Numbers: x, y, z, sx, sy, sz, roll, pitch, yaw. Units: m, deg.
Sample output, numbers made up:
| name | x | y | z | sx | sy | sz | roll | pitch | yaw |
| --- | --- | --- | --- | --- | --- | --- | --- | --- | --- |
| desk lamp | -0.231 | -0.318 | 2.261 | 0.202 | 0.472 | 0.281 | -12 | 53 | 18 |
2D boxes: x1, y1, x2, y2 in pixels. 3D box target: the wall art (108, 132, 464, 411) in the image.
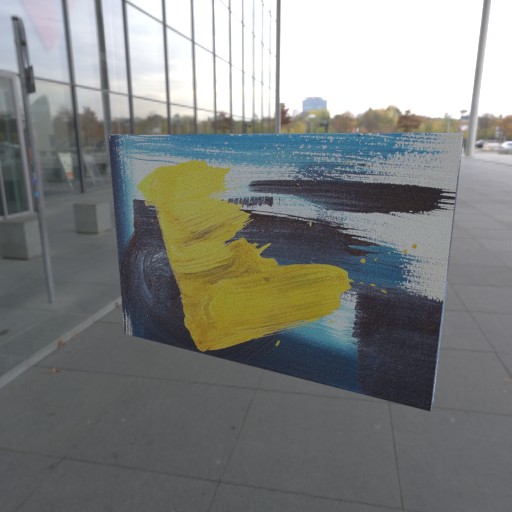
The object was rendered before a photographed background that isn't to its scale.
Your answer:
| name | x | y | z | sx | sy | sz | roll | pitch | yaw |
| --- | --- | --- | --- | --- | --- | --- | --- | --- | --- |
| wall art | 0.000 | 0.000 | 0.765 | 0.609 | 0.406 | 0.033 | 7 | 16 | 26 |
